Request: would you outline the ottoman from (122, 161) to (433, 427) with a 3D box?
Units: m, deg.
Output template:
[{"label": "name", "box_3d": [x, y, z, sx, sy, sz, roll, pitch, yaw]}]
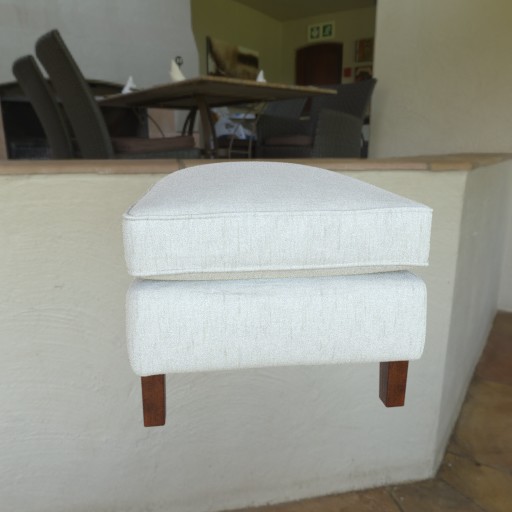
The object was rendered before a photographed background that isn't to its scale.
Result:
[{"label": "ottoman", "box_3d": [0.000, 0.000, 0.975, 0.501, 0.406, 0.665, -2, 14, -7]}]
